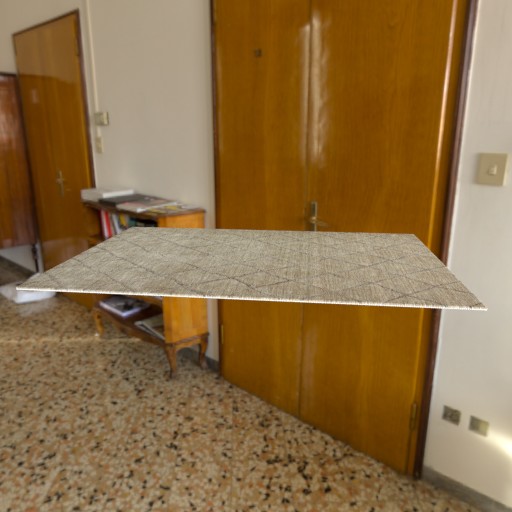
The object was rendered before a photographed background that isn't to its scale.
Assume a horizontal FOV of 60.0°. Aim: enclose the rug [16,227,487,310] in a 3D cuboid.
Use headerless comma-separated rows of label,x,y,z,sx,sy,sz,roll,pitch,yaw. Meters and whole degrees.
rug,0.000,0.000,2.849,2.280,0.015,1.521,2,16,7
